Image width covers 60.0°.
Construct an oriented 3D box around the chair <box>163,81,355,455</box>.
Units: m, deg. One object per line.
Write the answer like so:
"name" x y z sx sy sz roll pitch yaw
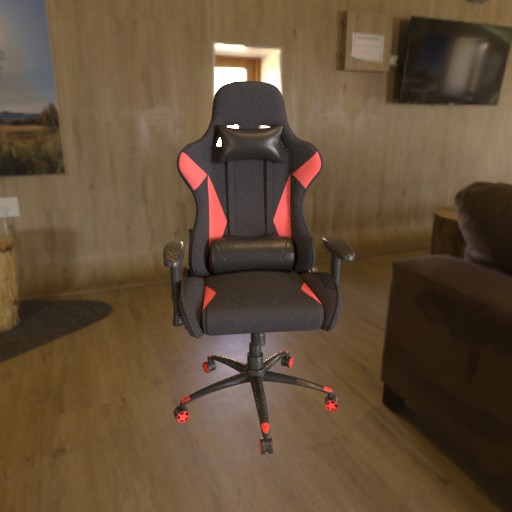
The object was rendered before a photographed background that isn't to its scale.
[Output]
"chair" 0.000 0.000 1.730 0.695 1.326 0.658 -2 16 -7
